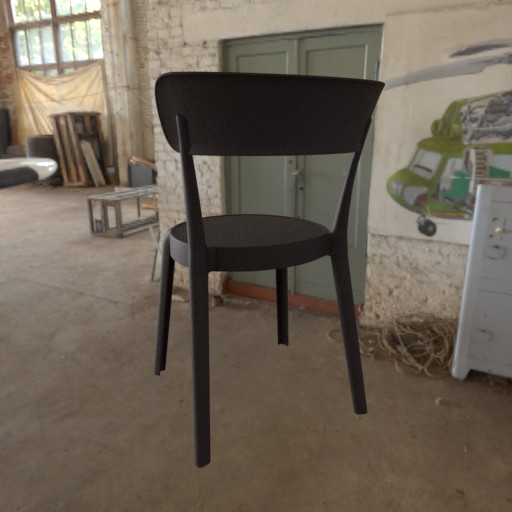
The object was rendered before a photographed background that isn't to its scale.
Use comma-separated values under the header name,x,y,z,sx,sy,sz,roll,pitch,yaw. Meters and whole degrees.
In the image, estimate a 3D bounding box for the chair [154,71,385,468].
name,x,y,z,sx,sy,sz,roll,pitch,yaw
chair,0.000,0.000,1.093,0.506,0.790,0.491,-7,18,-24
